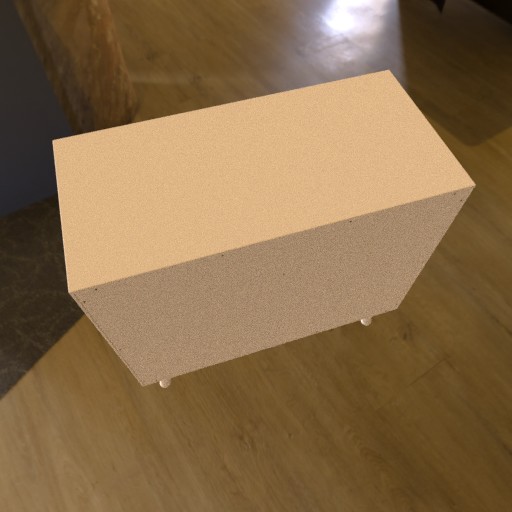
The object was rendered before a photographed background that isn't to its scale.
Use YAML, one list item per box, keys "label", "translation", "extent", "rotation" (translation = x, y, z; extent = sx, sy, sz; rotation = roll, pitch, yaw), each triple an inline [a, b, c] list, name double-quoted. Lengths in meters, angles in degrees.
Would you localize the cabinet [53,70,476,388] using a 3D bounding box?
- label: "cabinet"
  translation: [0.000, 0.000, 1.247]
  extent: [0.800, 0.761, 0.398]
  rotation: [-15, 59, -9]
